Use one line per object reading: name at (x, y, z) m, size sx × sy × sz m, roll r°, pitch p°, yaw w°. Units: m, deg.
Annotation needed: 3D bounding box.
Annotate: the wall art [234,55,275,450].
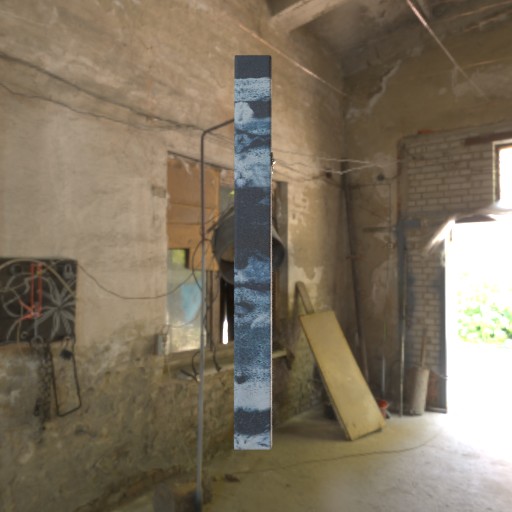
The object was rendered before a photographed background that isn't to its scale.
wall art at (0.000, 0.000, 0.758) m, size 0.043 × 0.407 × 0.609 m, roll 0°, pitch -1°, yaw 0°
